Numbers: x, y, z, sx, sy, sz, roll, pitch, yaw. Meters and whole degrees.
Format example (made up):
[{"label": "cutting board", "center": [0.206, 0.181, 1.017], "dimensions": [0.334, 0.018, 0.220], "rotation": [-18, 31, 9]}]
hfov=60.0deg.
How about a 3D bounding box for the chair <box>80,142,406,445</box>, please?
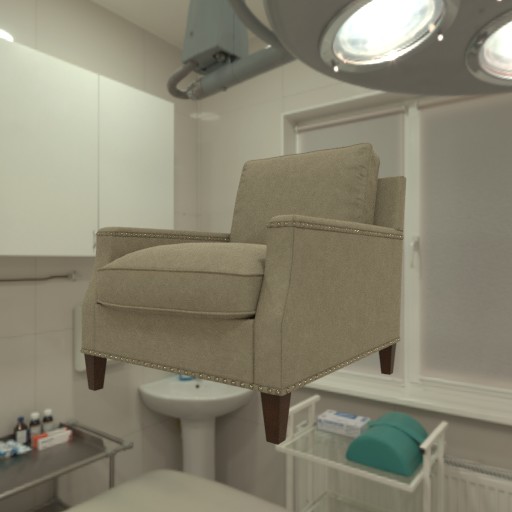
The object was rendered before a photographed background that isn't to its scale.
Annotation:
[{"label": "chair", "center": [0.000, 0.000, 1.705], "dimensions": [0.853, 0.943, 1.014], "rotation": [0, 0, 36]}]
